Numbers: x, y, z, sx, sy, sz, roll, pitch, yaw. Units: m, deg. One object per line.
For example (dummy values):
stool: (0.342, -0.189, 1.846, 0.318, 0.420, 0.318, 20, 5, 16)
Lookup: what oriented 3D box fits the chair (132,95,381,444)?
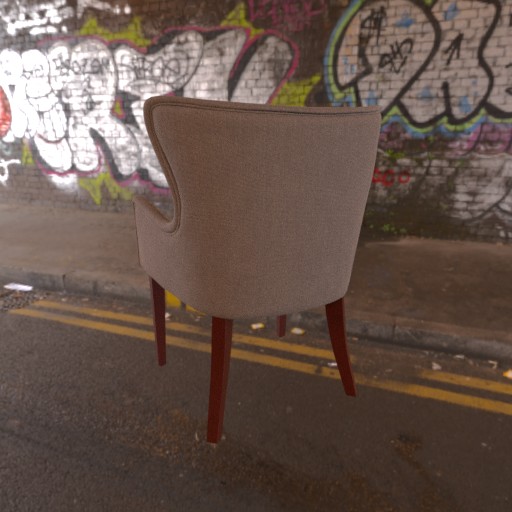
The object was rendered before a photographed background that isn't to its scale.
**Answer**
chair: (0.000, 0.000, 1.451, 0.732, 0.948, 0.677, -8, 18, -26)
